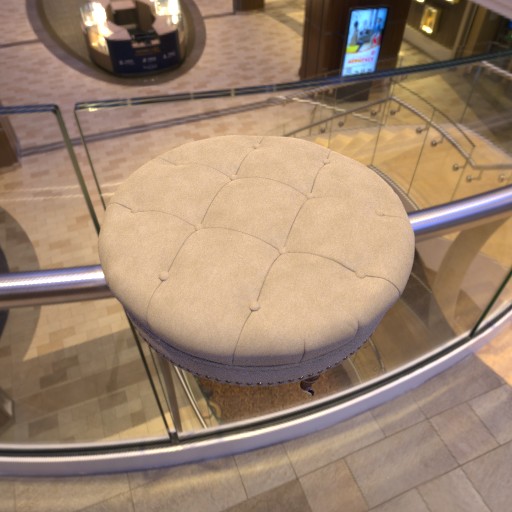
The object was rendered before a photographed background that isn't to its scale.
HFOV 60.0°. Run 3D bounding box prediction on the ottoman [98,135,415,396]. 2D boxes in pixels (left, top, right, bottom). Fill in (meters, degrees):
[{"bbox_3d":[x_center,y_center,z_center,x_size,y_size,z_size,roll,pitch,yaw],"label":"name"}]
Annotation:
[{"bbox_3d":[0.000,0.000,1.403,0.901,0.439,0.901,0,47,0],"label":"ottoman"}]
